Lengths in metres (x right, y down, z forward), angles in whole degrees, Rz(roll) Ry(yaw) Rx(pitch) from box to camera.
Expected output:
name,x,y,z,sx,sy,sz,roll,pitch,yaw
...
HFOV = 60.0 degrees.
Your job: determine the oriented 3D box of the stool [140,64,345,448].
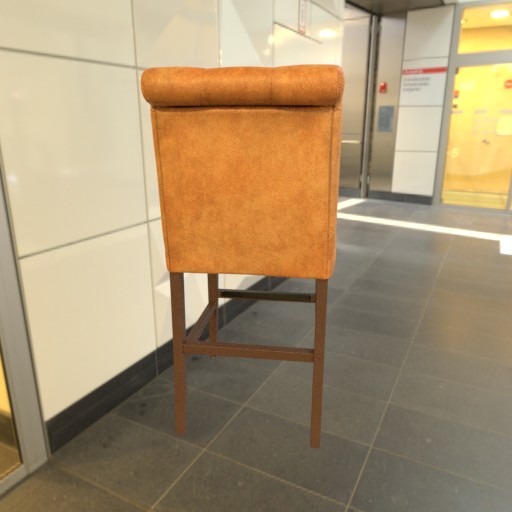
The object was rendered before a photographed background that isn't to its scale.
name,x,y,z,sx,sy,sz,roll,pitch,yaw
stool,0.000,0.000,1.386,0.493,1.047,0.601,2,17,8
